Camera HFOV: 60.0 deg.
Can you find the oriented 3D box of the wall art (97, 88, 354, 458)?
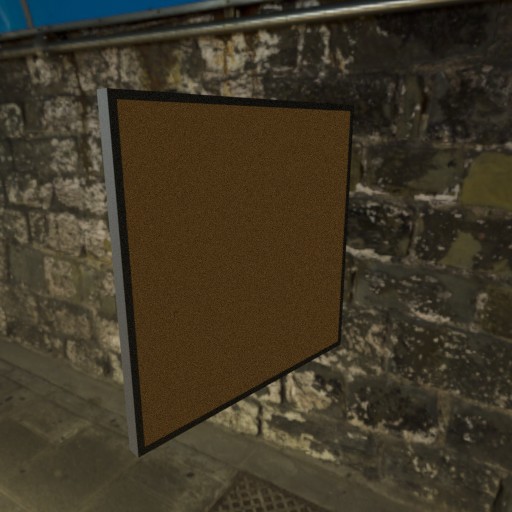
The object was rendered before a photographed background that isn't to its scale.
[{"bbox_3d":[0.000,0.000,1.140,0.763,0.763,0.038,-15,22,-43],"label":"wall art"}]
